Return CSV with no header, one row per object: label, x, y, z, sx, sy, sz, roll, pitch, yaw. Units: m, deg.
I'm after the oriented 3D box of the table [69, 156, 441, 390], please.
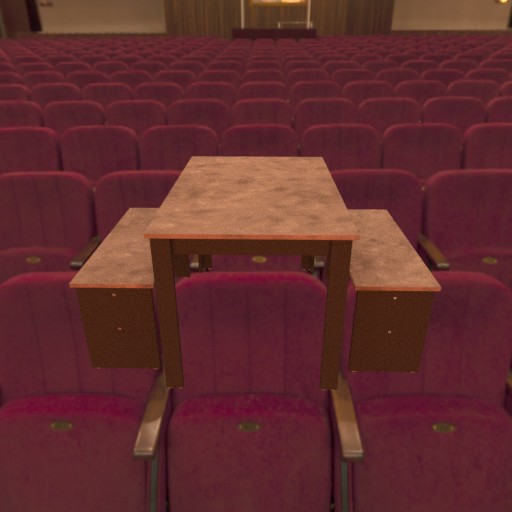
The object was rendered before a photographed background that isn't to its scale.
table,0.000,0.000,2.141,1.443,0.700,1.100,1,26,1
